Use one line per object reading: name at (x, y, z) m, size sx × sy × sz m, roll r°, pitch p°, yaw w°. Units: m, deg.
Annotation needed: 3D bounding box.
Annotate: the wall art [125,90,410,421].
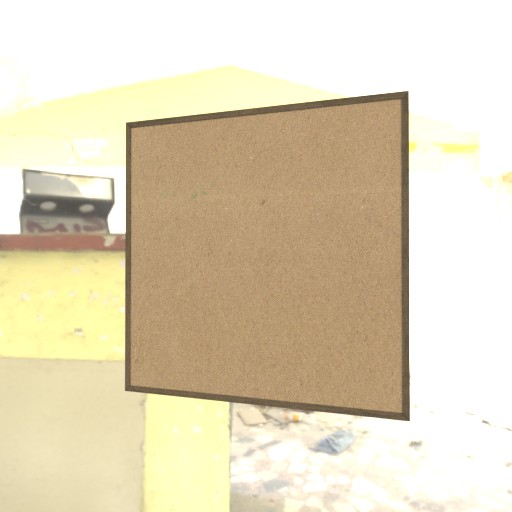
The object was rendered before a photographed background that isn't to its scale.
wall art at (0.000, 0.000, 0.777) m, size 0.508 × 0.508 × 0.038 m, roll 0°, pitch -1°, yaw 18°
